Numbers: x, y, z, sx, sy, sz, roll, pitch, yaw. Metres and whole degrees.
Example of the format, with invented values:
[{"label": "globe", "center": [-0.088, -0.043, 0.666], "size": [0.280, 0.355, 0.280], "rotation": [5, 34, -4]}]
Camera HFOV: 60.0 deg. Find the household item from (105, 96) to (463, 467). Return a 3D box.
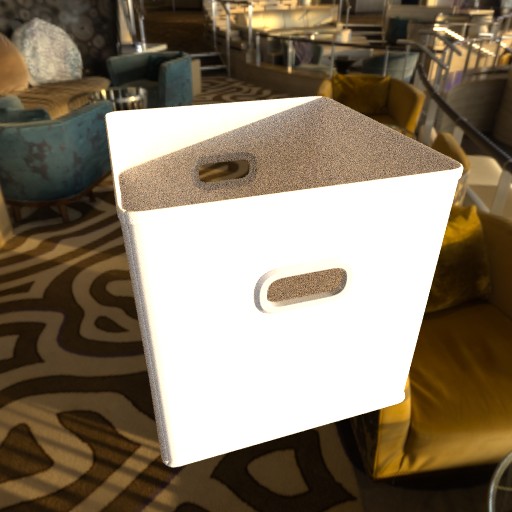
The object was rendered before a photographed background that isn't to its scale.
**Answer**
[{"label": "household item", "center": [0.000, 0.000, 0.554], "size": [0.305, 0.305, 0.305], "rotation": [-10, 33, -15]}]
